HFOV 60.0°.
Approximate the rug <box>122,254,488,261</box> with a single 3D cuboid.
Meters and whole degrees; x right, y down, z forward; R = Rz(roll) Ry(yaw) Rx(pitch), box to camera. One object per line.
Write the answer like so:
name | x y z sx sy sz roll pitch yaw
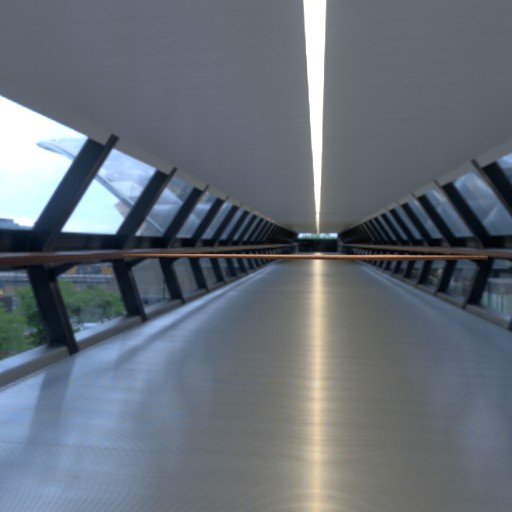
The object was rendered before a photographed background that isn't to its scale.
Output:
rug | 0.000 0.000 2.726 0.764 0.017 2.439 0 1 -38
